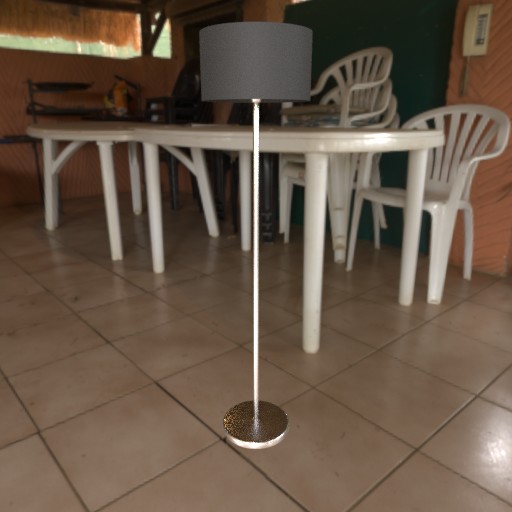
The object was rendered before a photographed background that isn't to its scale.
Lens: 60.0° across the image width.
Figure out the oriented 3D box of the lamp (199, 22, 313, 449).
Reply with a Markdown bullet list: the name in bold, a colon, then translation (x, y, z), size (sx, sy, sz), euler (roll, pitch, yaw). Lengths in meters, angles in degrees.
- **lamp**: translation (0.000, 0.000, 1.586), size (0.348, 1.443, 0.348), euler (-15, 23, -40)
